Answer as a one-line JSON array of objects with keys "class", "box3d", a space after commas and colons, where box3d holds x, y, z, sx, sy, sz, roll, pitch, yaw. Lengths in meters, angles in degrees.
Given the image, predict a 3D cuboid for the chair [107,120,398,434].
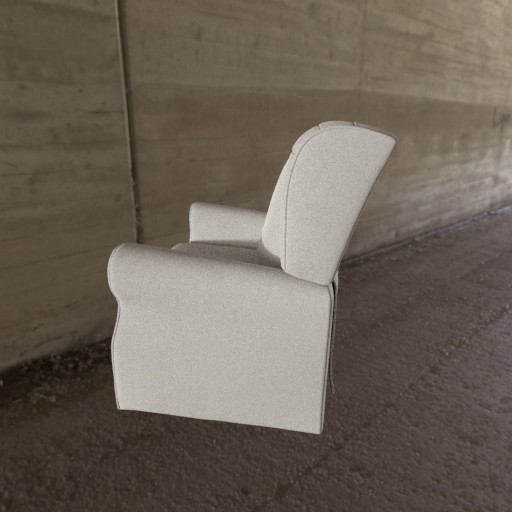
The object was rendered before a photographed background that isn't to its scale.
[{"class": "chair", "box3d": [0.000, 0.000, 1.658, 0.854, 0.967, 0.906, 3, 17, 9]}]
